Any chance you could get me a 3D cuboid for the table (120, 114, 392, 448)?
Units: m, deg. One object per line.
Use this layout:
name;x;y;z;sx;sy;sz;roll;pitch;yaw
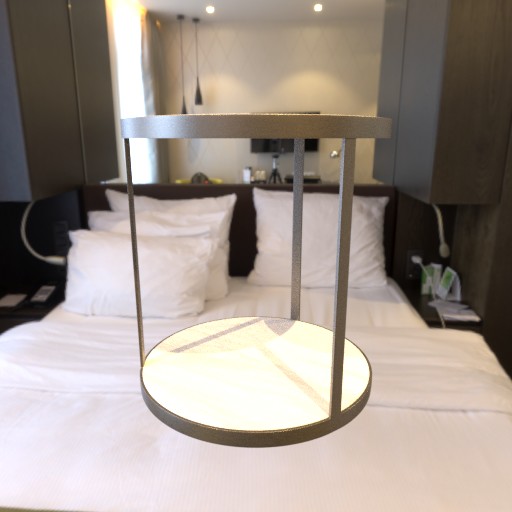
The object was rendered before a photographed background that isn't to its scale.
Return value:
table;0.000;0.000;0.819;0.445;0.479;0.445;0;15;0
